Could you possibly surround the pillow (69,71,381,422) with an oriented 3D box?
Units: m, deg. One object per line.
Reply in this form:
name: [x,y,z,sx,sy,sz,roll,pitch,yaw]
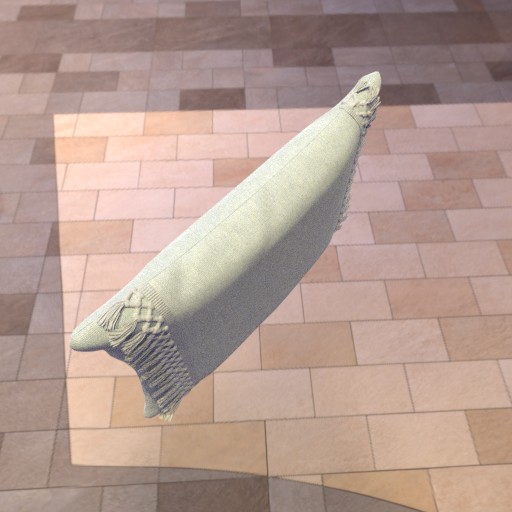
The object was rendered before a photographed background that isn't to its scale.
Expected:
pillow: [0.000,0.000,0.578,0.084,0.305,0.466,37,65,20]
